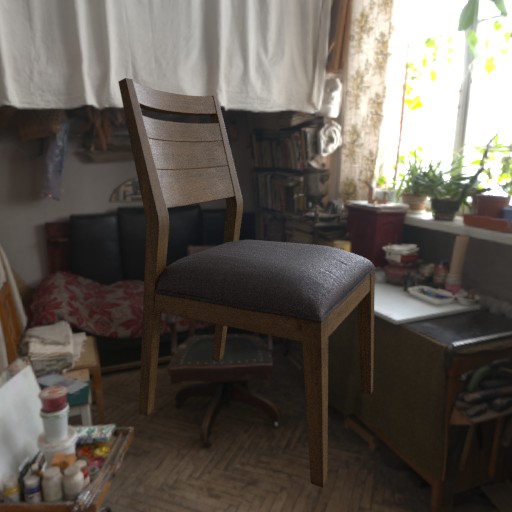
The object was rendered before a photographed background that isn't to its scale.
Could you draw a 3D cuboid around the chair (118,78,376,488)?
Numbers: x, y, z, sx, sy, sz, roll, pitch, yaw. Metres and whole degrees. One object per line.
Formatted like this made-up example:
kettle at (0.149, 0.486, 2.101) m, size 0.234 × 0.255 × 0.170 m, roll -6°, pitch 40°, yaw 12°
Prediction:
chair at (0.000, 0.000, 1.273) m, size 0.610 × 0.939 × 0.501 m, roll 7°, pitch 15°, yaw 27°
